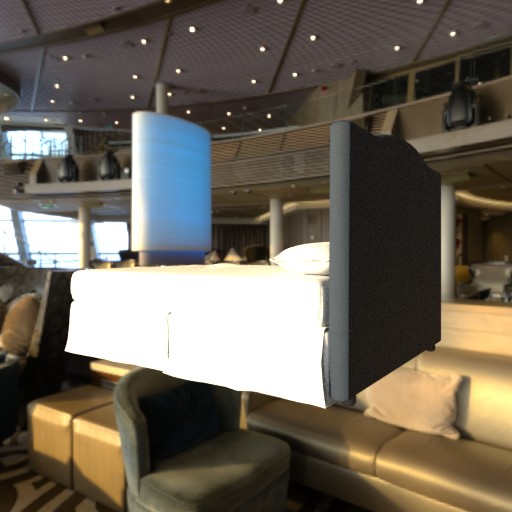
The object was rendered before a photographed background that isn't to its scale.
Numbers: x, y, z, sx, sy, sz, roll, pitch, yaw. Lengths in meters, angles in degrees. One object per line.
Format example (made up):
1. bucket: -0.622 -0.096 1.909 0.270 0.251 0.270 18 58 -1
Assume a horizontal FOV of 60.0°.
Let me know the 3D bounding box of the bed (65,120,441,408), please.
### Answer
1. bed: 0.000 0.000 3.380 2.282 1.436 1.821 0 0 36
